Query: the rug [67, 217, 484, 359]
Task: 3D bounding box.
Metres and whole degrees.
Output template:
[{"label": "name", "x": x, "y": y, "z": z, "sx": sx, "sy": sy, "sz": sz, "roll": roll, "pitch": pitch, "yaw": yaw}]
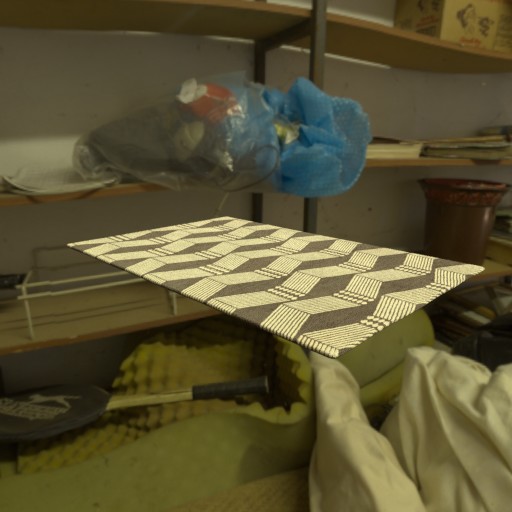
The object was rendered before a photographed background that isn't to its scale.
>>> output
[{"label": "rug", "x": 0.000, "y": 0.000, "z": 2.289, "sx": 1.210, "sy": 0.016, "sz": 1.833, "roll": -15, "pitch": 22, "yaw": -43}]
